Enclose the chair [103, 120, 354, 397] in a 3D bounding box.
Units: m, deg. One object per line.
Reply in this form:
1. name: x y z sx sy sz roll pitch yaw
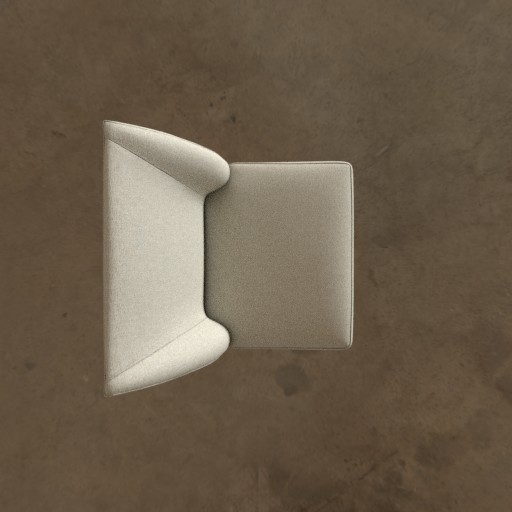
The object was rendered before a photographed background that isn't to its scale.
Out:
1. chair: 0.000 0.000 1.165 0.522 0.863 0.508 0 91 1
